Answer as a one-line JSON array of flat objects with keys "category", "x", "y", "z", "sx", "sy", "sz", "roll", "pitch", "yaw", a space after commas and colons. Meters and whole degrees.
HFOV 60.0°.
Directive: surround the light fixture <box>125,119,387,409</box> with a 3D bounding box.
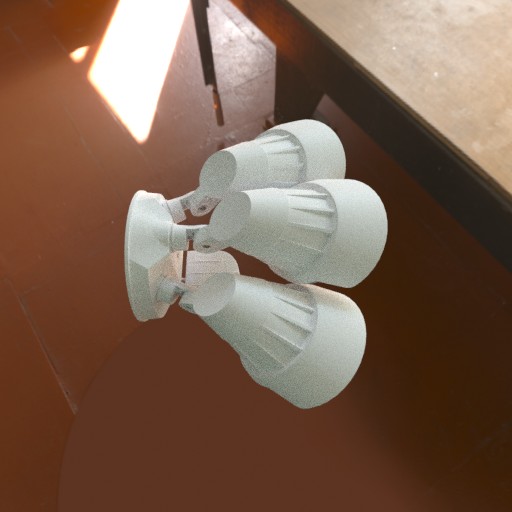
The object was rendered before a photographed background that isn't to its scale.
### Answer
[{"category": "light fixture", "x": 0.000, "y": 0.000, "z": 0.552, "sx": 0.278, "sy": 0.237, "sz": 0.369, "roll": -1, "pitch": 65, "yaw": 0}]
